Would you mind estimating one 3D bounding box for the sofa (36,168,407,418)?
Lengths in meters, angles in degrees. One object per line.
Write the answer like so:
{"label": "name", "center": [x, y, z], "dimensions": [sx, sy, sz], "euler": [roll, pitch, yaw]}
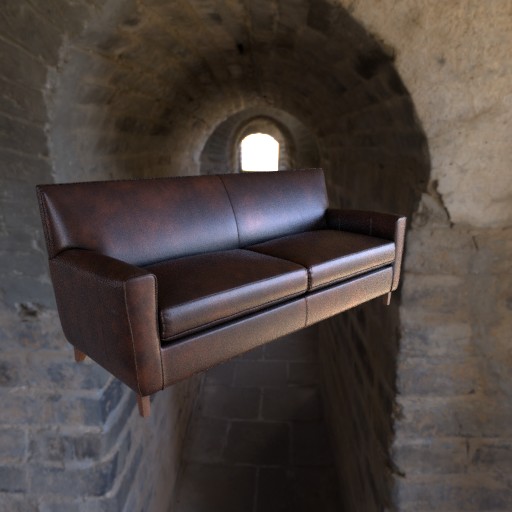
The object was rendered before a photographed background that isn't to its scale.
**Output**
{"label": "sofa", "center": [0.000, 0.000, 2.477], "dimensions": [1.995, 0.871, 0.786], "euler": [-13, 19, -42]}
